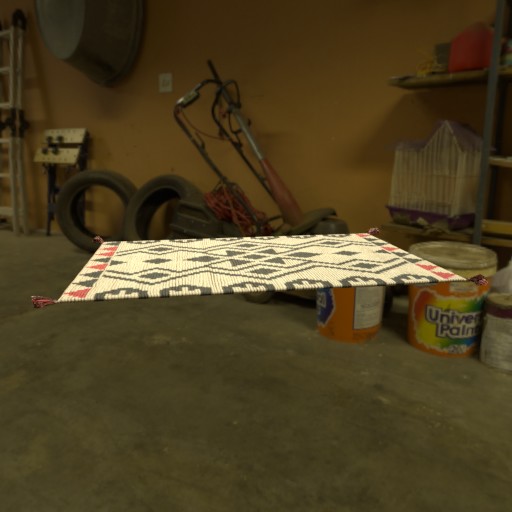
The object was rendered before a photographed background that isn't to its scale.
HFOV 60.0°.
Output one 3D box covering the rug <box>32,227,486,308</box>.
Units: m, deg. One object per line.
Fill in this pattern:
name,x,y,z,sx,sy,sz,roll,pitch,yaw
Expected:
rug,0.000,0.000,3.303,2.672,0.066,1.741,-2,14,-9
